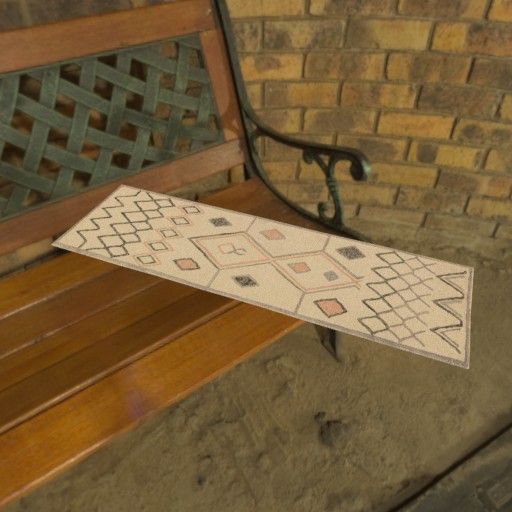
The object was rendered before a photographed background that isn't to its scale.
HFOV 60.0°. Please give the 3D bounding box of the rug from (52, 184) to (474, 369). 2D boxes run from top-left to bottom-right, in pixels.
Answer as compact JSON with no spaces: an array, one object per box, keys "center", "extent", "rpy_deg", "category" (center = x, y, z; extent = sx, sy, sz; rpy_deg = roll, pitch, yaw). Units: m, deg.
[{"center":[0.000,0.000,2.666],"extent":[2.435,0.011,0.750],"rpy_deg":[15,43,16],"category":"rug"}]
